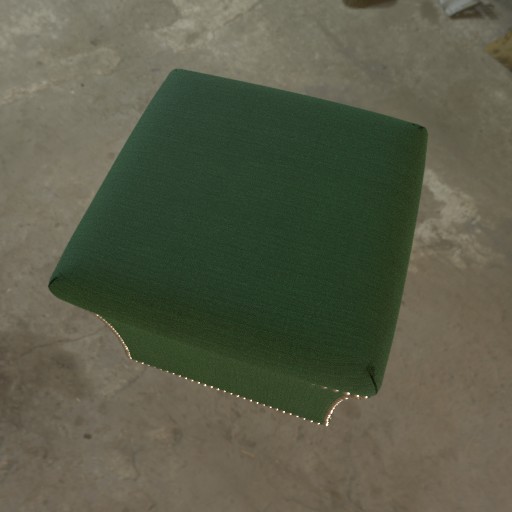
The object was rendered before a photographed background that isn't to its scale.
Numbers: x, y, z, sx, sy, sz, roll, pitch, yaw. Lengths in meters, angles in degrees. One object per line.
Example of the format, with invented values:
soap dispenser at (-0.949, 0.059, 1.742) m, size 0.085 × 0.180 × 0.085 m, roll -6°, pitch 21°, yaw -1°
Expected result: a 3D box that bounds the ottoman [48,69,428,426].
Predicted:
ottoman at (0.000, 0.000, 0.882) m, size 0.507 × 0.475 × 0.497 m, roll 16°, pitch 64°, yaw 8°
